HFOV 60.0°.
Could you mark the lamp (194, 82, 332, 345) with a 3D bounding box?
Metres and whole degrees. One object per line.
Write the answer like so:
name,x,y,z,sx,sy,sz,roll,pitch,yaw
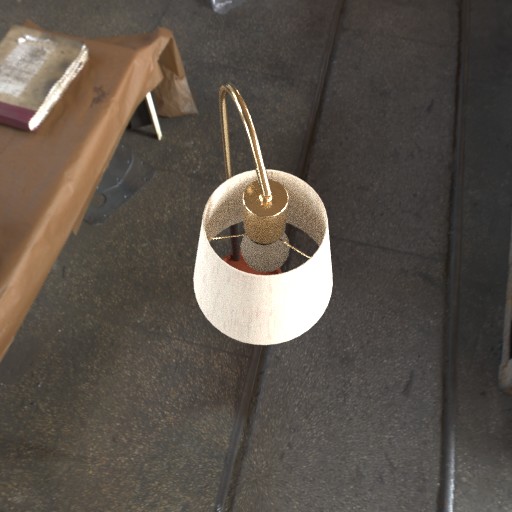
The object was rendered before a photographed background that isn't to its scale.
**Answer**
lamp,0.000,0.000,0.677,0.211,0.536,0.273,-18,65,-9
